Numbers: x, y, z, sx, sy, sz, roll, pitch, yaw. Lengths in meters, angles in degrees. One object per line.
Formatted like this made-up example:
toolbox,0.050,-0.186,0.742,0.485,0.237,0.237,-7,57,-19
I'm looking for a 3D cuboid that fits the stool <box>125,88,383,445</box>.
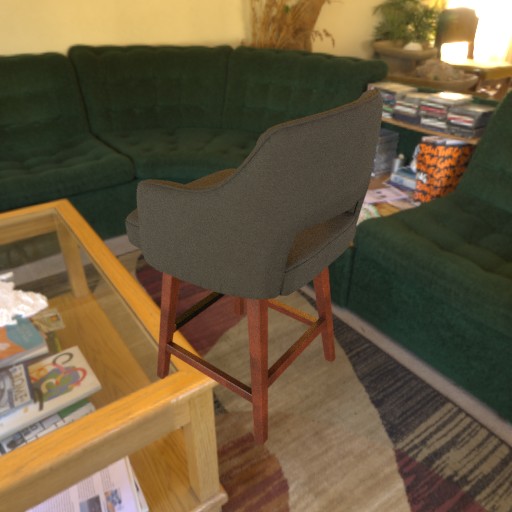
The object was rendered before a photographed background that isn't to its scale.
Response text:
stool,0.000,0.000,1.254,0.558,0.912,0.548,22,38,31
